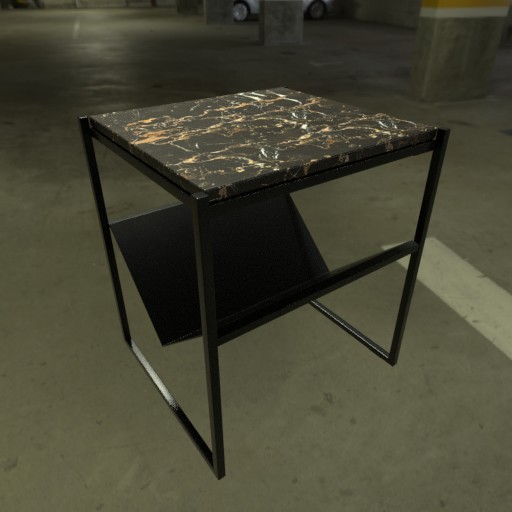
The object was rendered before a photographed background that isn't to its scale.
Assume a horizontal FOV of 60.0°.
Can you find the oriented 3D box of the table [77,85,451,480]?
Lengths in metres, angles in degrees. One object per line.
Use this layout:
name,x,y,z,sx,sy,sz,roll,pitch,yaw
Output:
table,0.000,0.000,0.889,0.469,0.534,0.432,-21,37,-30
